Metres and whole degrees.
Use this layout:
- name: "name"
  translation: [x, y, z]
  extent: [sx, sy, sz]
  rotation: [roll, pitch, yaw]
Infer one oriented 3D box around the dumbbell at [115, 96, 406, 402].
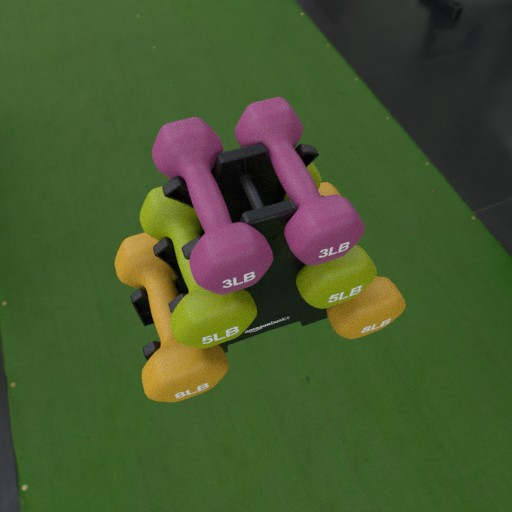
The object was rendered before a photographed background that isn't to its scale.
- name: "dumbbell"
  translation: [0.000, 0.000, 0.464]
  extent: [0.300, 0.271, 0.190]
  rotation: [-17, 59, -10]
